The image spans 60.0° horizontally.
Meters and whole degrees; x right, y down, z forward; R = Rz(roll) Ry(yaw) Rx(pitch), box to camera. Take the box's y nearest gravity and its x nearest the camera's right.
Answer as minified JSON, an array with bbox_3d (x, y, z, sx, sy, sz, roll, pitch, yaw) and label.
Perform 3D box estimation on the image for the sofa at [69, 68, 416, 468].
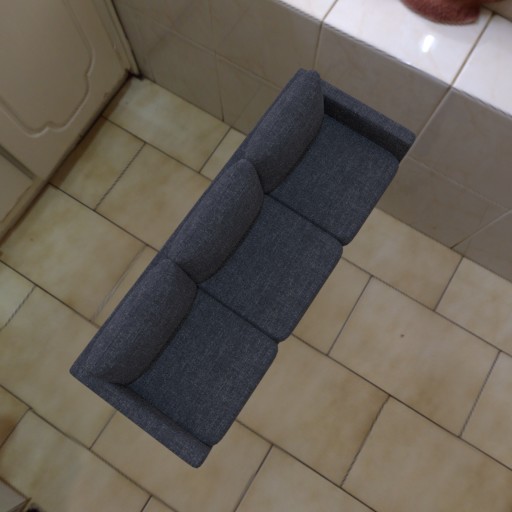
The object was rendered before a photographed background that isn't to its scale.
[{"bbox_3d":[0.000,0.000,2.663,0.859,0.874,2.218,34,78,8],"label":"sofa"}]
